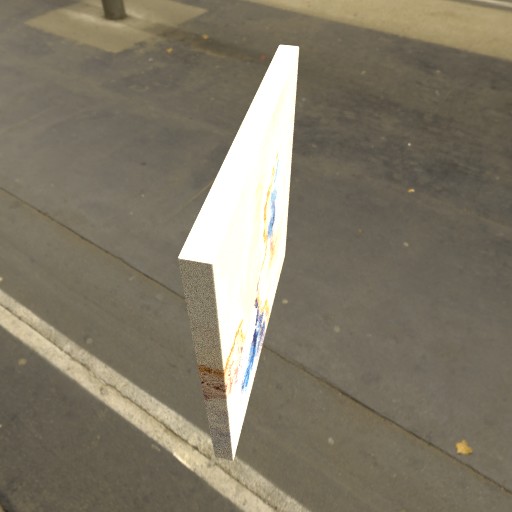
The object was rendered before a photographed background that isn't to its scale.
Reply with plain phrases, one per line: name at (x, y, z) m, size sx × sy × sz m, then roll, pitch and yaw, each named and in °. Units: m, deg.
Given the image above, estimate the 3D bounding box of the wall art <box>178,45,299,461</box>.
wall art at (0.000, 0.000, 1.587) m, size 0.071 × 1.061 × 1.061 m, roll 9°, pitch 47°, yaw 9°
